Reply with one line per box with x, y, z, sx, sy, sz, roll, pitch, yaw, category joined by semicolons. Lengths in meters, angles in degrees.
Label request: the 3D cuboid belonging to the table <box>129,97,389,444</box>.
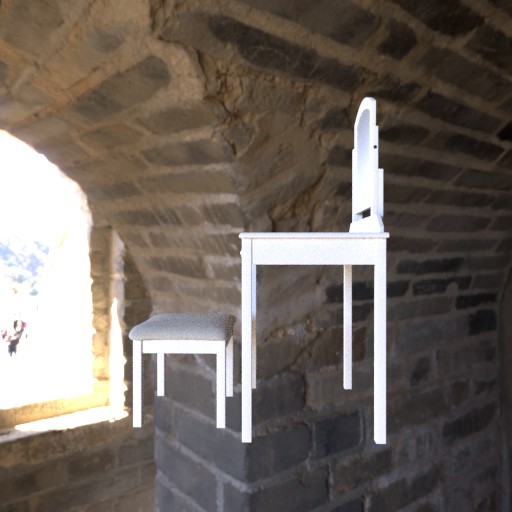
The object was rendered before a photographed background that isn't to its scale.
0.000;0.000;2.348;1.211;1.631;0.876;0;0;1;table
